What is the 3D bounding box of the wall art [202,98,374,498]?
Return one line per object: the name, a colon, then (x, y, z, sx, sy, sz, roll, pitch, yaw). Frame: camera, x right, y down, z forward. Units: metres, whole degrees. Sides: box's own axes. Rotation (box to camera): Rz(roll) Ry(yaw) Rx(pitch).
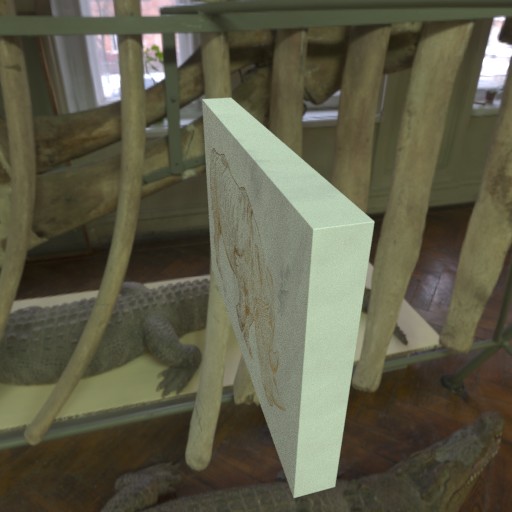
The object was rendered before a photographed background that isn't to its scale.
wall art: (0.000, 0.000, 0.474, 0.038, 0.254, 0.381, -8, 31, -13)
